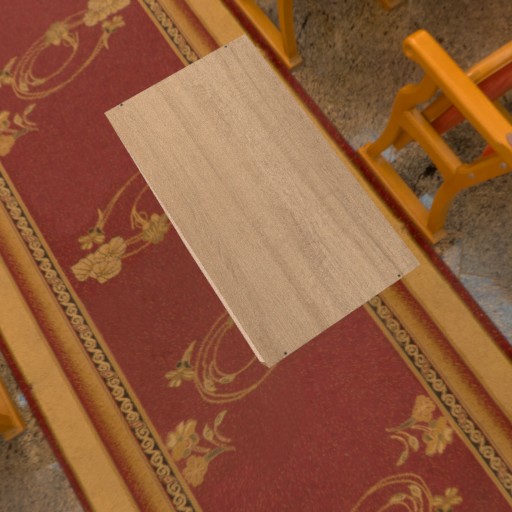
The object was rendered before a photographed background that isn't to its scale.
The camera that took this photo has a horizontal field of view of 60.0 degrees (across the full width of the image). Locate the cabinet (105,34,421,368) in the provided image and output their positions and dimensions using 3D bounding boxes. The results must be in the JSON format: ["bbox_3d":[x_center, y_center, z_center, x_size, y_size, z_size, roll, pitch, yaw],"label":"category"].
[{"bbox_3d":[0.000,0.000,2.417,0.571,1.999,1.006,-33,79,-7],"label":"cabinet"}]
